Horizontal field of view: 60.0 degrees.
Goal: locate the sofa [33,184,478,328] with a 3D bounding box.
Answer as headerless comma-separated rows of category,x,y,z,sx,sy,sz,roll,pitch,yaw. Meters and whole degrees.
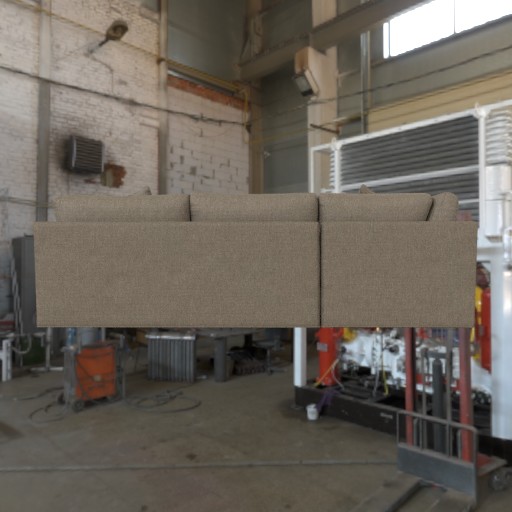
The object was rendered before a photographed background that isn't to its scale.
sofa,0.000,0.000,3.856,2.896,0.978,1.994,0,-1,0
